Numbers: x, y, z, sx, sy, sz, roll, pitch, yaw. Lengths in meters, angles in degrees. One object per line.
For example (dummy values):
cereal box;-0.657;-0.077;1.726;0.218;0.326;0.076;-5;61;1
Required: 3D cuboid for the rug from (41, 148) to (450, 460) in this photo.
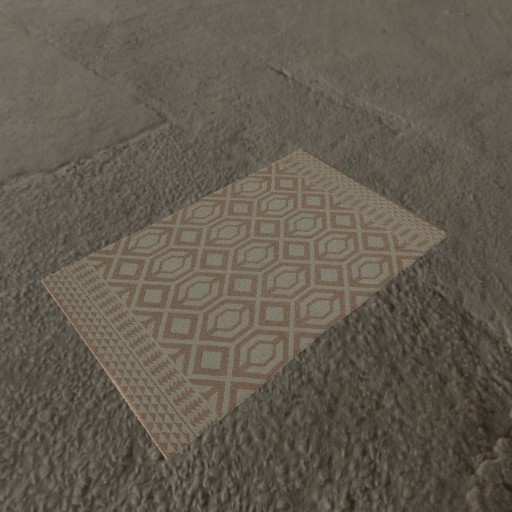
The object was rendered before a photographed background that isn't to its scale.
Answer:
rug;0.000;0.000;3.077;2.435;0.011;1.526;-32;54;-27
